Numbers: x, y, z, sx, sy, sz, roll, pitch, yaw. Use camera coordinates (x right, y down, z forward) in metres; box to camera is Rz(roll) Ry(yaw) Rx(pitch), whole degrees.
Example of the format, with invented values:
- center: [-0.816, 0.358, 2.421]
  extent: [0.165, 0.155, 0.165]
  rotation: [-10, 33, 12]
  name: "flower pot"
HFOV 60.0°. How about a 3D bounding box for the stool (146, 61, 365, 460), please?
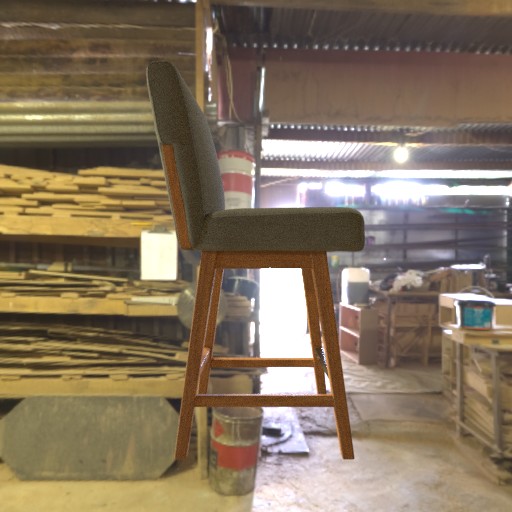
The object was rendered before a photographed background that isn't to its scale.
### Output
- center: [0.000, 0.000, 1.337]
  extent: [0.570, 1.019, 0.459]
  rotation: [0, 0, 0]
  name: "stool"
